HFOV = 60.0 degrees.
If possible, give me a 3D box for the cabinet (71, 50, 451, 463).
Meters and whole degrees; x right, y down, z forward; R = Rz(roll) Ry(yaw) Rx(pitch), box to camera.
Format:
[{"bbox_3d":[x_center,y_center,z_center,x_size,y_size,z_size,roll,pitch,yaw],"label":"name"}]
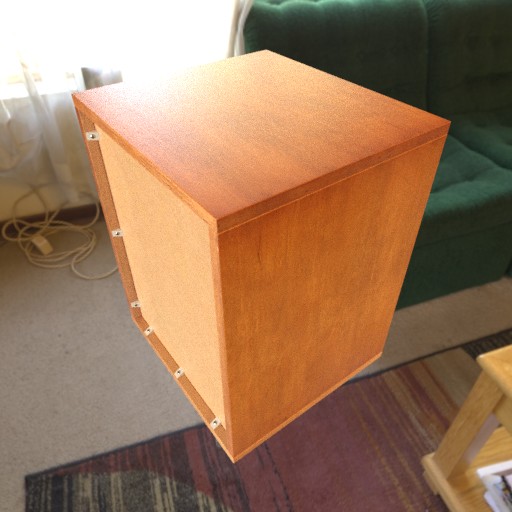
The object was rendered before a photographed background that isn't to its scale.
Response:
[{"bbox_3d":[0.000,0.000,0.832,0.401,0.579,0.409,-26,47,-27],"label":"cabinet"}]
